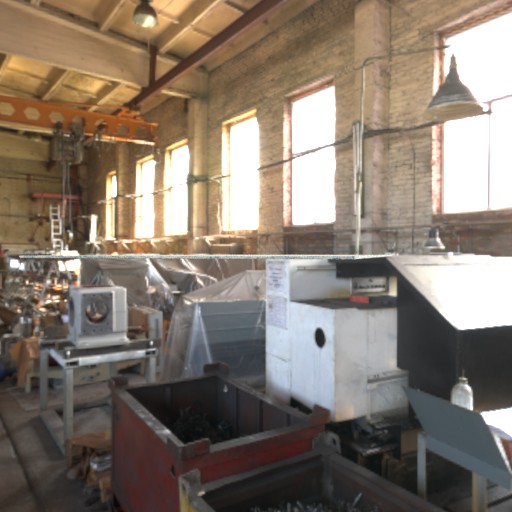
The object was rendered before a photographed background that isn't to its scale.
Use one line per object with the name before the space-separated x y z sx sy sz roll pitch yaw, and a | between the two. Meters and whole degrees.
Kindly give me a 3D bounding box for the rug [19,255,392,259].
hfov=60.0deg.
rug | 0.000 0.000 2.313 1.260 0.009 1.820 0 0 20
